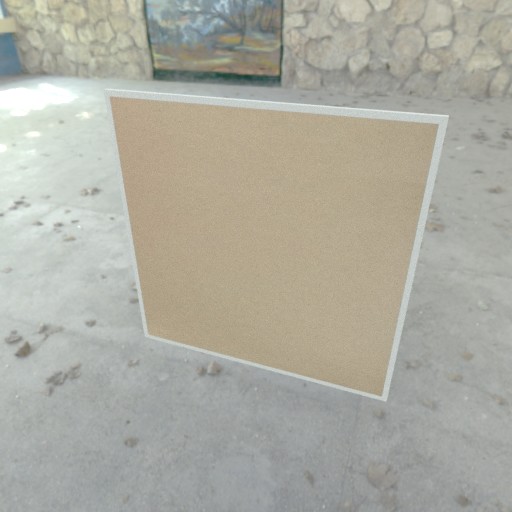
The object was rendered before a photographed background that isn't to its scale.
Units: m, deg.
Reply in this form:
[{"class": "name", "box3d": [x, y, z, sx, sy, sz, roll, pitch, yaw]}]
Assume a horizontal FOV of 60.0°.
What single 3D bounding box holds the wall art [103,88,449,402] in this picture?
[{"class": "wall art", "box3d": [0.000, 0.000, 1.201, 0.809, 0.809, 0.012, 11, 33, 17]}]
